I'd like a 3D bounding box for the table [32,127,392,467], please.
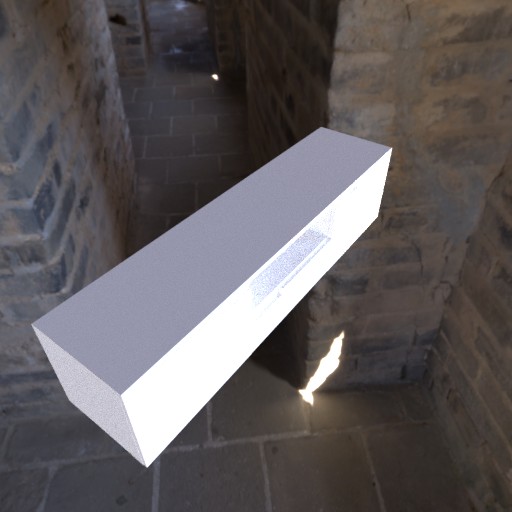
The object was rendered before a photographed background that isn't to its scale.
[{"bbox_3d":[0.000,0.000,1.829,0.390,0.420,1.650,26,47,27],"label":"table"}]
